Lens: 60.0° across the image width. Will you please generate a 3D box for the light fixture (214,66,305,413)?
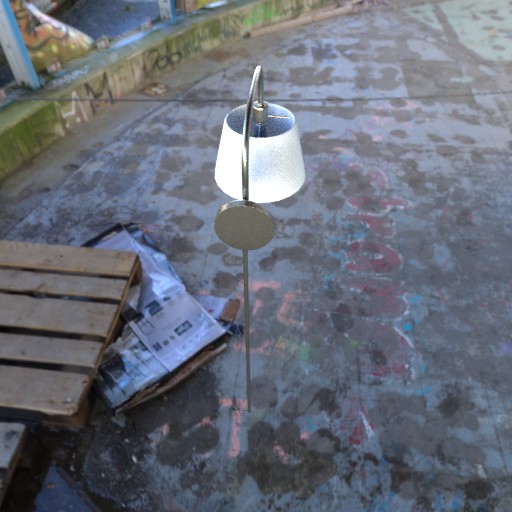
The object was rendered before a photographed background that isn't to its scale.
[{"bbox_3d":[0.000,0.000,0.480,0.092,0.399,0.176,4,47,4],"label":"light fixture"}]
